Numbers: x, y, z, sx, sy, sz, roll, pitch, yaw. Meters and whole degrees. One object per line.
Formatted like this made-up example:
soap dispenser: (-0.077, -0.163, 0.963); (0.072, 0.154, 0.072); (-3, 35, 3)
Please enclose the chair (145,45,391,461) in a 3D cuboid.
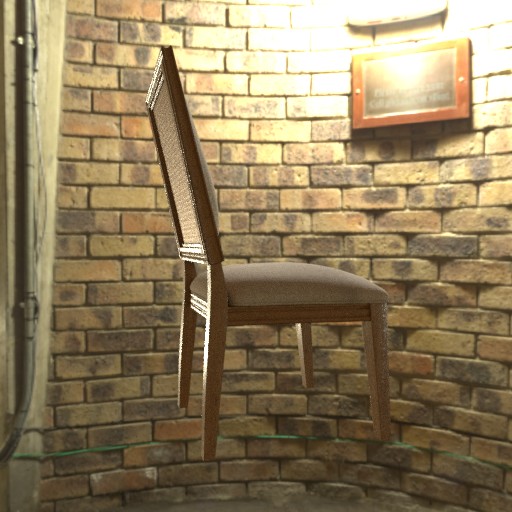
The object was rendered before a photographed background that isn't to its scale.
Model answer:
chair: (0.000, 0.000, 1.320); (0.601, 0.988, 0.536); (-1, 2, -19)
